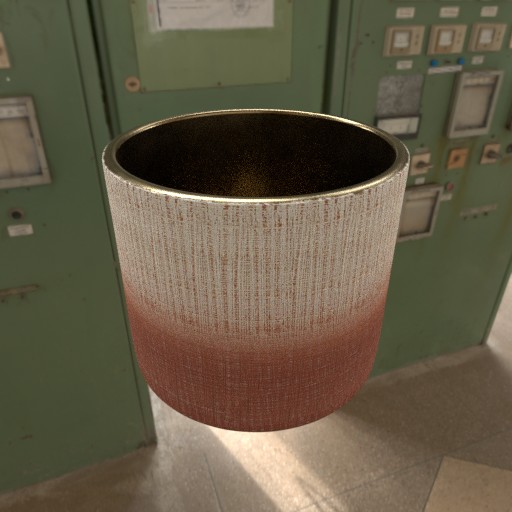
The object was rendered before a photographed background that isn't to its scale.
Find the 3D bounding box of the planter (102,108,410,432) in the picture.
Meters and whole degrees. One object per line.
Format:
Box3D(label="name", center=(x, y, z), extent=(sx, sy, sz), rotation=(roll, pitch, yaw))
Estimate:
Box3D(label="planter", center=(0.000, 0.000, 0.301), extent=(0.178, 0.157, 0.178), rotation=(0, 31, 0))
